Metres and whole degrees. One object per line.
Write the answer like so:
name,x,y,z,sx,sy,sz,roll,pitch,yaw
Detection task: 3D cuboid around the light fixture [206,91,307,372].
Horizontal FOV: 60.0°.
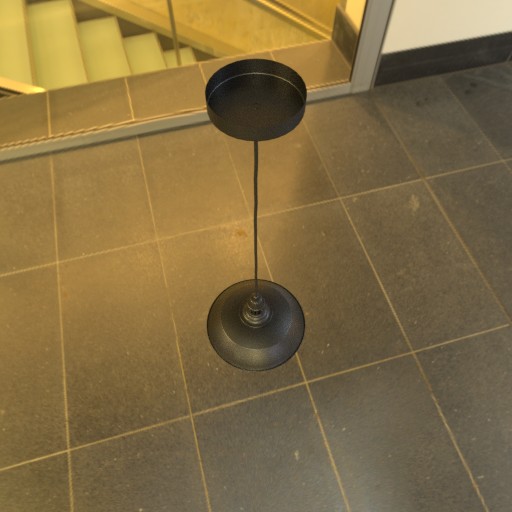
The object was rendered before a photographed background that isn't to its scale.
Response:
light fixture,0.000,0.000,1.106,0.331,0.993,0.331,-31,64,-17
